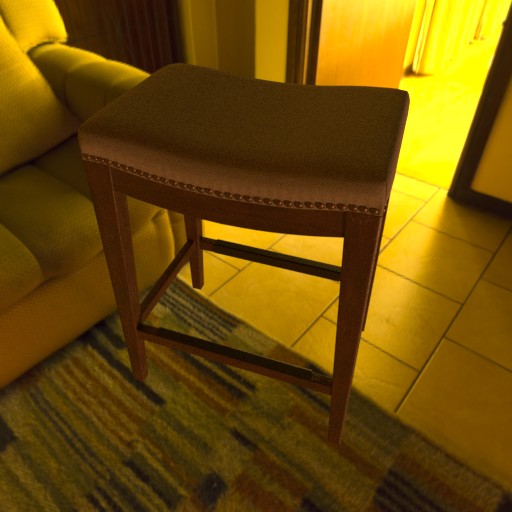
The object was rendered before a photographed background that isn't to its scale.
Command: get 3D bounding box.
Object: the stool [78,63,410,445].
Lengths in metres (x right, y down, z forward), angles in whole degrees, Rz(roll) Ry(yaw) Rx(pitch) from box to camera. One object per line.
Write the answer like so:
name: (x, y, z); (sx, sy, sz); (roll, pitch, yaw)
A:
stool: (0.000, 0.000, 0.934); (0.508, 0.660, 0.356); (13, 43, 14)
